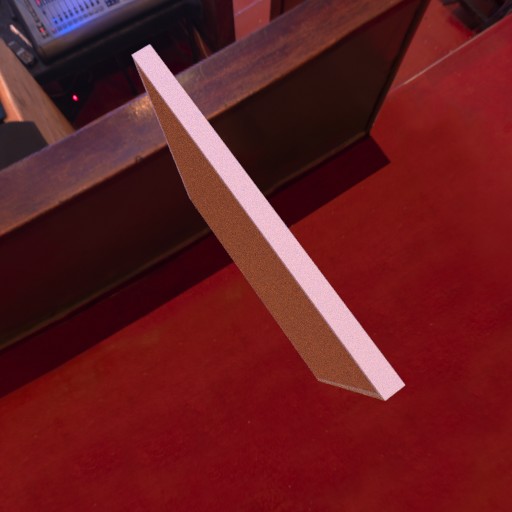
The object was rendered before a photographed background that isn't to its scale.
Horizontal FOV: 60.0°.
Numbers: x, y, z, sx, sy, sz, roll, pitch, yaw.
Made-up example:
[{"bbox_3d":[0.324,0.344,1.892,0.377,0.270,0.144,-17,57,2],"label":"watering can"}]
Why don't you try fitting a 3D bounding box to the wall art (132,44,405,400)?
[{"bbox_3d":[0.000,0.000,1.146,0.041,0.765,0.768,-34,79,-8],"label":"wall art"}]
